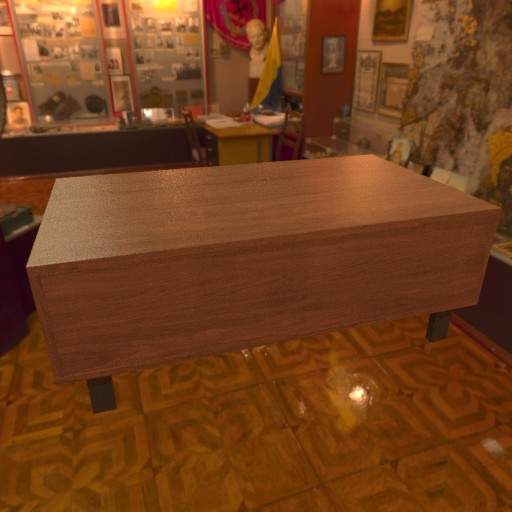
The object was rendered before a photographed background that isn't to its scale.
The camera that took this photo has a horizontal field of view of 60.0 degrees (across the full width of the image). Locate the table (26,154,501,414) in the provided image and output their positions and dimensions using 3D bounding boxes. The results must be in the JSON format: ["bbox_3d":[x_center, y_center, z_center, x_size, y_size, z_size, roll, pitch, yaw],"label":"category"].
[{"bbox_3d":[0.000,0.000,1.243,1.020,0.380,0.600,-8,27,-16],"label":"table"}]
